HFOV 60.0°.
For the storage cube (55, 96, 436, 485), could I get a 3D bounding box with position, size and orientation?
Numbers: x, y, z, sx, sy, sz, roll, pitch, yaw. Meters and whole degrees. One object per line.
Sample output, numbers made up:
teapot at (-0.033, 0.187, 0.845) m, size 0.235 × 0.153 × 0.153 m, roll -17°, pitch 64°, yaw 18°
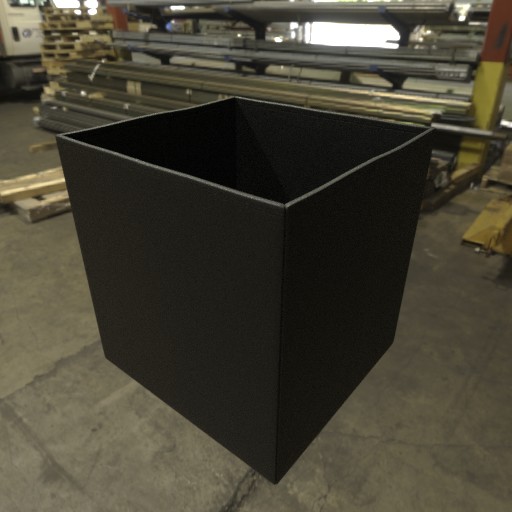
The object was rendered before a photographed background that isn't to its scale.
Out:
storage cube at (0.000, 0.000, 0.496) m, size 0.270 × 0.280 × 0.270 m, roll 22°, pitch 37°, yaw 33°
